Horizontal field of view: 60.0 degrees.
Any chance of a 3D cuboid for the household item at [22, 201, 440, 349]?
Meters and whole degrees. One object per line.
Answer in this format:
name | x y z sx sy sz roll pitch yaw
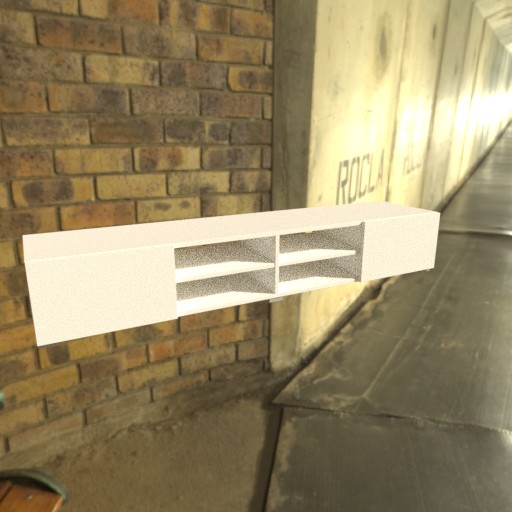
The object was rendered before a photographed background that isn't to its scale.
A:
household item | 0.000 0.000 2.016 1.850 0.310 0.420 -8 18 -26
